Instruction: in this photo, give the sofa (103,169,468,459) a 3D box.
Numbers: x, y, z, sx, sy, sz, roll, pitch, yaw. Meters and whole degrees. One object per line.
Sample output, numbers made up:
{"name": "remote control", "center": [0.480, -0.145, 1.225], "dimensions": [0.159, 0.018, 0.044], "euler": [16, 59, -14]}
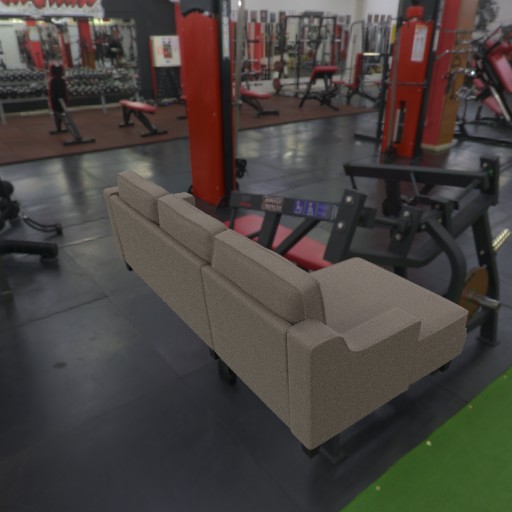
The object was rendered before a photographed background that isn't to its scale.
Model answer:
{"name": "sofa", "center": [0.000, 0.000, 3.152], "dimensions": [1.294, 0.928, 2.561], "euler": [-17, 31, -31]}
